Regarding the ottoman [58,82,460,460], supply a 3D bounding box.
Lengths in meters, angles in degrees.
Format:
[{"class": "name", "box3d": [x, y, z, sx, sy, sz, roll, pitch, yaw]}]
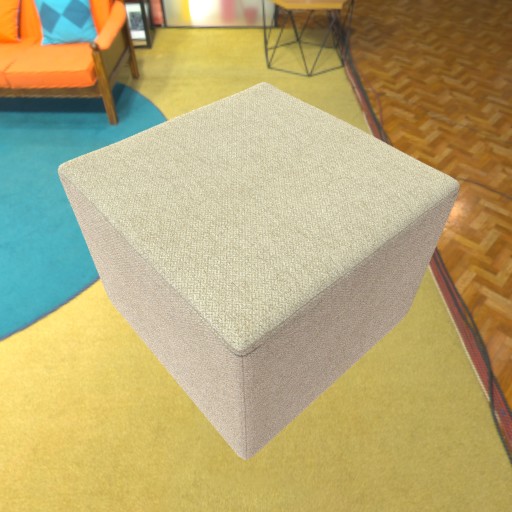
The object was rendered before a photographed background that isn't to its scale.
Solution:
[{"class": "ottoman", "box3d": [0.000, 0.000, 0.895, 0.508, 0.432, 0.508, -33, 55, -27]}]
